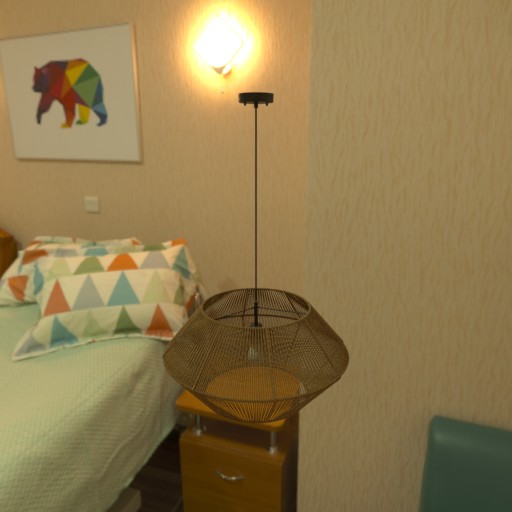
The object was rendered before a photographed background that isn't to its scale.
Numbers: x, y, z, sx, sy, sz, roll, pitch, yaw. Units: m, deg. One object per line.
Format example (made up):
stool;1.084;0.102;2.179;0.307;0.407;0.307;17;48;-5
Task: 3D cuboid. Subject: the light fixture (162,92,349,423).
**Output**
light fixture;0.000;0.000;1.463;0.643;1.009;0.643;0;15;0
